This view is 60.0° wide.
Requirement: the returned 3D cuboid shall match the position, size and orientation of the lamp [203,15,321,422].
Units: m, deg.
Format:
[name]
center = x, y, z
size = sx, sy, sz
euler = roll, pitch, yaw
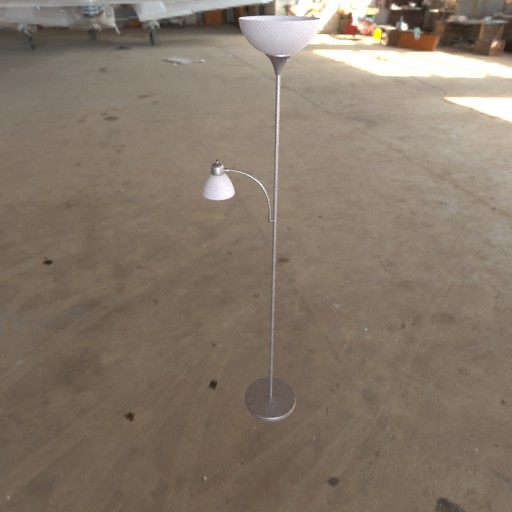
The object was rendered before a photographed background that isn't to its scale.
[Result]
[lamp]
center = 0.000, 0.000, 1.904
size = 0.425, 1.804, 0.279
euler = 2, 32, 3
